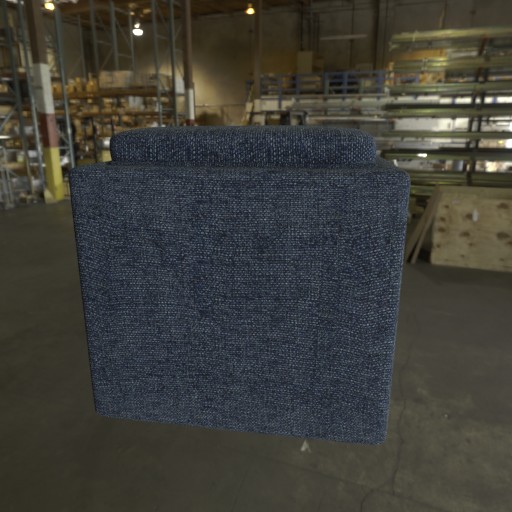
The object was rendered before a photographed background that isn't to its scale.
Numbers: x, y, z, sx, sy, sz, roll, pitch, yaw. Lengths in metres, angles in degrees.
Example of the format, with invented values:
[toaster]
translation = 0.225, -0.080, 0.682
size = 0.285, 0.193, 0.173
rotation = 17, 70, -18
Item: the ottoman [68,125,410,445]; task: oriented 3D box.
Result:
[ottoman]
translation = 0.000, 0.000, 0.814
size = 0.450, 0.460, 0.450
rotation = 3, 16, 9
